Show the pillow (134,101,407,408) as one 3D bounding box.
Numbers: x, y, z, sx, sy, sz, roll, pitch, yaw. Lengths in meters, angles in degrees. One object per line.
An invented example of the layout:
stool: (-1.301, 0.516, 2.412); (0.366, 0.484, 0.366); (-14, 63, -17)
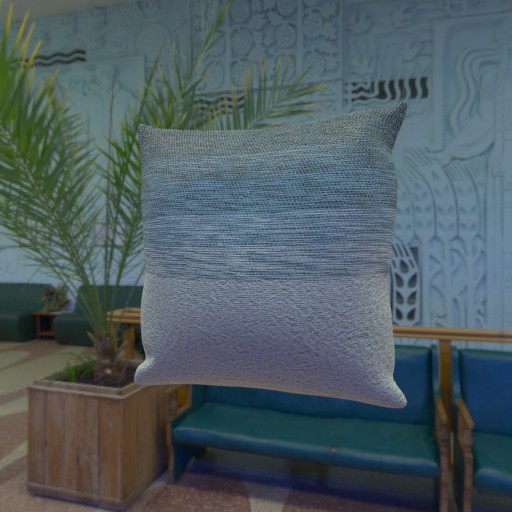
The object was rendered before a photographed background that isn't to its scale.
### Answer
pillow: (0.000, 0.000, 0.680); (0.440, 0.441, 0.182); (0, 1, 18)
